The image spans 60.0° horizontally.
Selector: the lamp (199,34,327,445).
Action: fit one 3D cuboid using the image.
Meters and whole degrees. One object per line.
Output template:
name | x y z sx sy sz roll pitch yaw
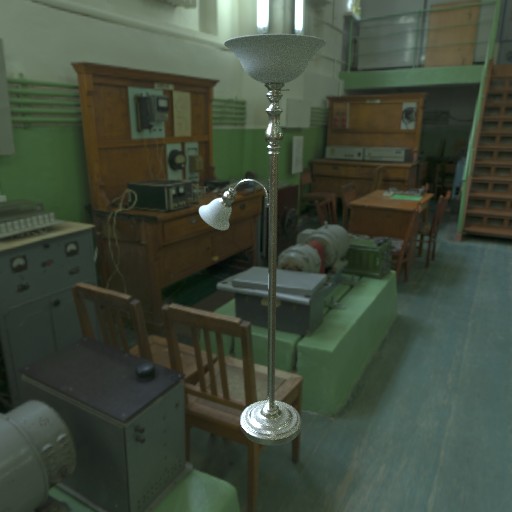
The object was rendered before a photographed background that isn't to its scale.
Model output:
lamp | 0.000 0.000 2.056 0.575 1.785 0.405 8 19 26
